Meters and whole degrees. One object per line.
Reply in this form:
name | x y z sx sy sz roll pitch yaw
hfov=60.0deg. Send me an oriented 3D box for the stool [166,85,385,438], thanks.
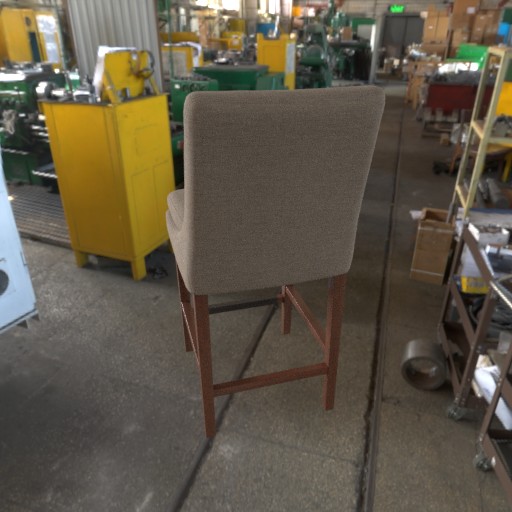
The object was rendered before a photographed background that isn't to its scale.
stool | 0.000 0.000 1.305 0.470 0.981 0.577 -7 28 -14
